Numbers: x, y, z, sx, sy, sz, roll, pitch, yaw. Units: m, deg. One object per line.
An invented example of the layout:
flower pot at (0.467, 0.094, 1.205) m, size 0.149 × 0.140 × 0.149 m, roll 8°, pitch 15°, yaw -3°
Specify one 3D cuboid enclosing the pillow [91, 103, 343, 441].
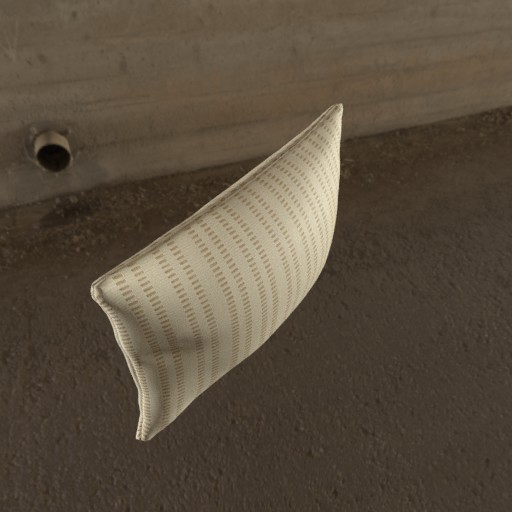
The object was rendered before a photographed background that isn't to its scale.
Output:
pillow at (0.000, 0.000, 0.798) m, size 0.210 × 0.353 × 0.640 m, roll 24°, pitch 46°, yaw 25°
